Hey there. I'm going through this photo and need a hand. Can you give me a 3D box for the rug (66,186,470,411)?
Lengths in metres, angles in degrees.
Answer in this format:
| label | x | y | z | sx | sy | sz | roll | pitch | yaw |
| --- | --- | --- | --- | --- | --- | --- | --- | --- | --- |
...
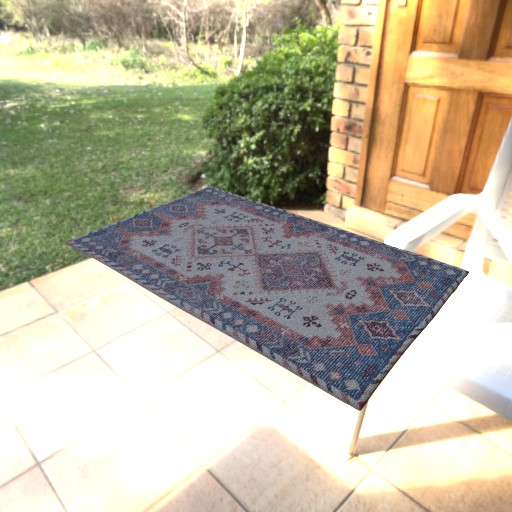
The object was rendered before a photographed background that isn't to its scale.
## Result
| label | x | y | z | sx | sy | sz | roll | pitch | yaw |
| --- | --- | --- | --- | --- | --- | --- | --- | --- | --- |
| rug | 0.000 | 0.000 | 3.135 | 2.464 | 0.023 | 1.521 | 23 | 37 | 34 |
